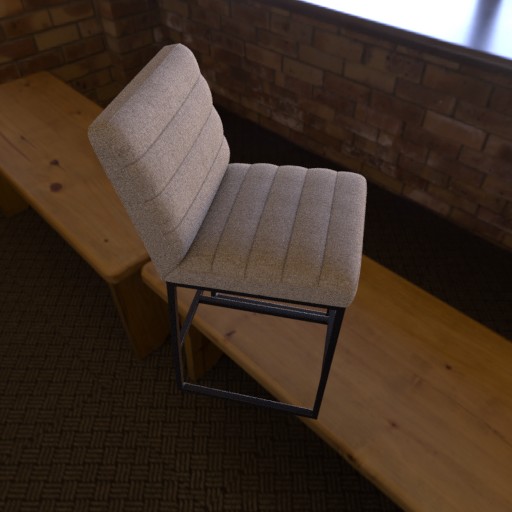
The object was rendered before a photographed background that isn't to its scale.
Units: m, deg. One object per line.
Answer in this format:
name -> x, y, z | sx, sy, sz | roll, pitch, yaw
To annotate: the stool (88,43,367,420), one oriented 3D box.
stool -> 0.000, 0.000, 1.313 | 0.571, 1.034, 0.459 | 9, 47, 9
